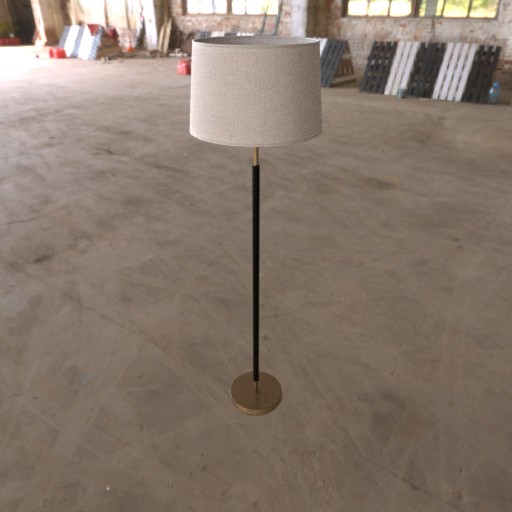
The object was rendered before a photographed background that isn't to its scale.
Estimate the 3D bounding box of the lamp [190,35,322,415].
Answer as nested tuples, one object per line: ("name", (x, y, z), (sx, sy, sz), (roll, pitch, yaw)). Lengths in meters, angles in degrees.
("lamp", (0.000, 0.000, 1.647), (0.420, 1.447, 0.420), (0, 30, 0))
